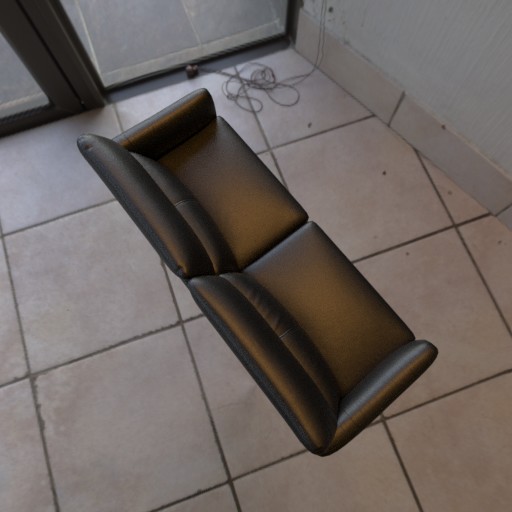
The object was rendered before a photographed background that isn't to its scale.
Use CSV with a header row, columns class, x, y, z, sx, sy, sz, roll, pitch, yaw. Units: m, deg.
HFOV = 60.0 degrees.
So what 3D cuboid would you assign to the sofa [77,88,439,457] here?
class,x,y,z,sx,sy,sz,roll,pitch,yaw
sofa,0.000,0.000,2.484,0.856,0.957,2.069,-37,77,-10
